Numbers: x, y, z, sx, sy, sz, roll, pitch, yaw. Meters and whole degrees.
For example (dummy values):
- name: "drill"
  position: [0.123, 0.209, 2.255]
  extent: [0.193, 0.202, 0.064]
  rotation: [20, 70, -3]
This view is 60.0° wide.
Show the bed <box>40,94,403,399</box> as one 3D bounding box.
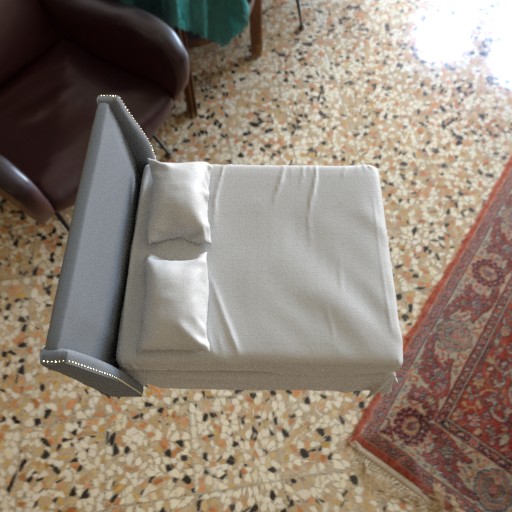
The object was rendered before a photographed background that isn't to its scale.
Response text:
- name: "bed"
  position: [0.000, 0.000, 3.300]
  extent: [2.276, 1.332, 1.925]
  rotation: [1, 65, 0]
